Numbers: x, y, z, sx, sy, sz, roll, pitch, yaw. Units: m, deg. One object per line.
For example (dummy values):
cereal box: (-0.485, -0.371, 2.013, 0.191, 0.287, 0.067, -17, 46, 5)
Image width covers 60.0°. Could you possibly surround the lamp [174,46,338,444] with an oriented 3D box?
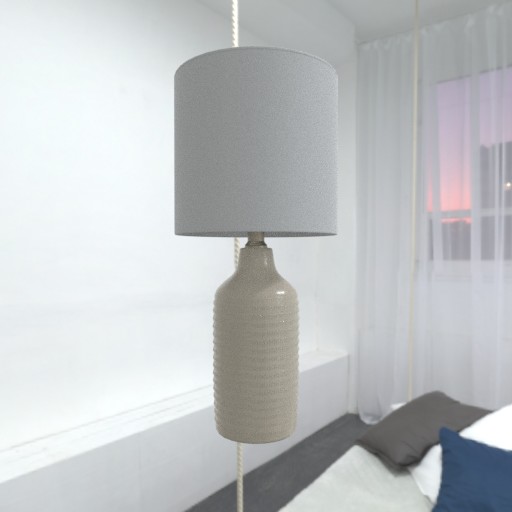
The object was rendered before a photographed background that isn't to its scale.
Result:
lamp: (0.000, 0.000, 0.611, 0.220, 0.475, 0.220, 0, 1, 18)
